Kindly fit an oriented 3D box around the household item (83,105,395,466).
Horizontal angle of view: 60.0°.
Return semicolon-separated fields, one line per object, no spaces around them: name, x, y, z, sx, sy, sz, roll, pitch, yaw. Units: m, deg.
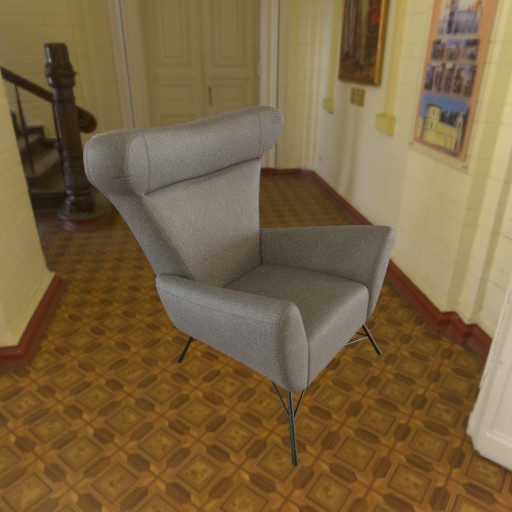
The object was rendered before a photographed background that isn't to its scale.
household item;0.000;0.000;1.798;0.900;1.050;0.980;18;31;32
